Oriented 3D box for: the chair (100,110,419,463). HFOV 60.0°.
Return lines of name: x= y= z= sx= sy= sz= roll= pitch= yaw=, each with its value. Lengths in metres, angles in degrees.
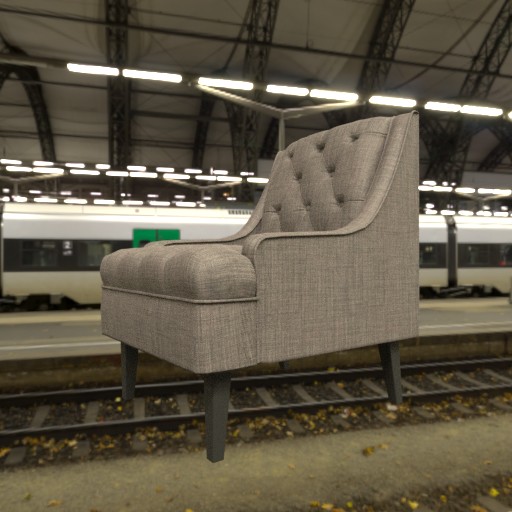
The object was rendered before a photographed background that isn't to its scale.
chair: x=0.000 y=0.000 z=1.356 sx=0.771 sy=0.891 sz=0.655 roll=0 pitch=0 yaw=-37
